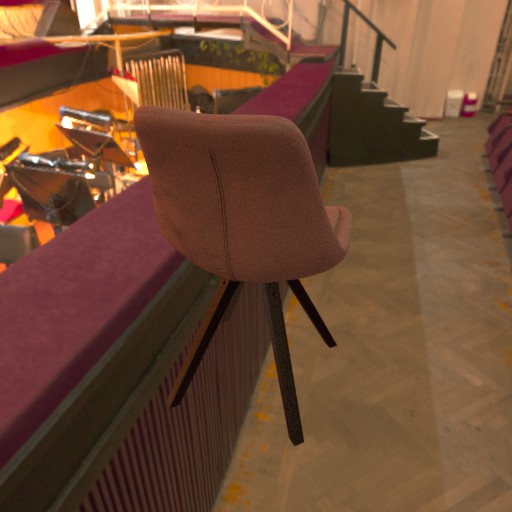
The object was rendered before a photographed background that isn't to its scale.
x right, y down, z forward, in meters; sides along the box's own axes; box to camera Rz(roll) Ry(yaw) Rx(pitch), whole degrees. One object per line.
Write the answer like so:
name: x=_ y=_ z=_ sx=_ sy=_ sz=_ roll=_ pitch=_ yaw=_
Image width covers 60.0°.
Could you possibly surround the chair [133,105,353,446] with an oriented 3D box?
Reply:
chair: x=0.000 y=0.000 z=1.194 sx=0.483 sy=0.865 sz=0.547 roll=10 pitch=32 yaw=17
